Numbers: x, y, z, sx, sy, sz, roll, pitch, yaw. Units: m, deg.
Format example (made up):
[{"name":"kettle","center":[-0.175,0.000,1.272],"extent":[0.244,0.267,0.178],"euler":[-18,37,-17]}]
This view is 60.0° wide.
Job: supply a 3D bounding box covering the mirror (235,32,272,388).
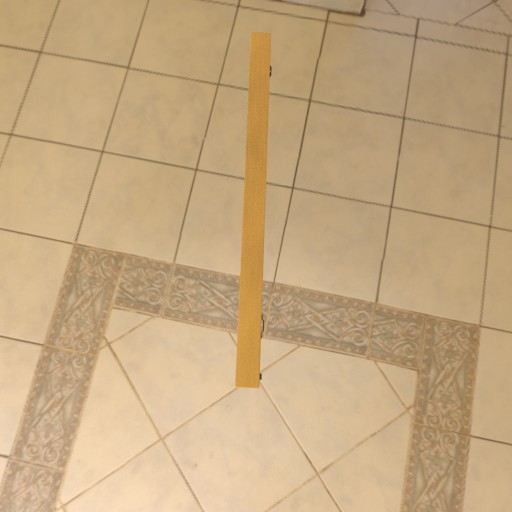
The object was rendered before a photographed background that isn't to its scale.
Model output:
[{"name":"mirror","center":[0.000,0.000,1.168],"extent":[0.040,0.915,0.609],"euler":[2,77,0]}]
